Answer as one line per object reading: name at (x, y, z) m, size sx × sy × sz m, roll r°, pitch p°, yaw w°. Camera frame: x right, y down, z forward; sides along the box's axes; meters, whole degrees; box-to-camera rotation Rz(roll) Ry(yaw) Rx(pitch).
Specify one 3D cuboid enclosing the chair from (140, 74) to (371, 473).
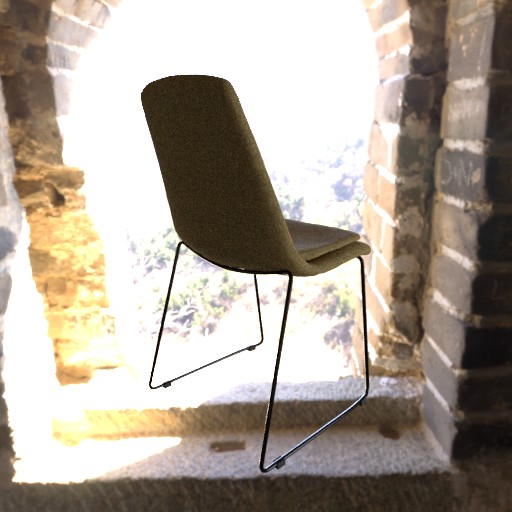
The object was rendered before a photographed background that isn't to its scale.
chair at (0.000, 0.000, 1.168) m, size 0.496 × 0.849 × 0.479 m, roll -14°, pitch 21°, yaw -42°
